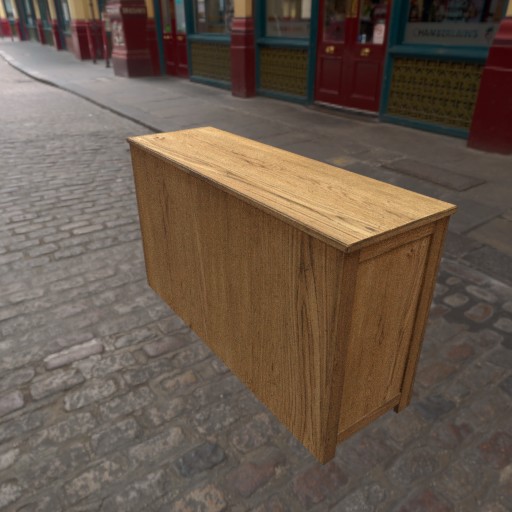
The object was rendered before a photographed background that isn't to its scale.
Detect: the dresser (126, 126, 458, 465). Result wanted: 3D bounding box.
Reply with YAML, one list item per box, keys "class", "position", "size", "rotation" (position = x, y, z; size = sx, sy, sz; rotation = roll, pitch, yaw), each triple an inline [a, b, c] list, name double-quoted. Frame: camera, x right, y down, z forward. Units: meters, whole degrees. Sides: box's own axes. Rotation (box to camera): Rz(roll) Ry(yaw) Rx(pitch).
- class: "dresser"
  position: [0.000, 0.000, 2.185]
  size: [0.563, 0.932, 1.657]
  rotation: [-18, 33, -31]
